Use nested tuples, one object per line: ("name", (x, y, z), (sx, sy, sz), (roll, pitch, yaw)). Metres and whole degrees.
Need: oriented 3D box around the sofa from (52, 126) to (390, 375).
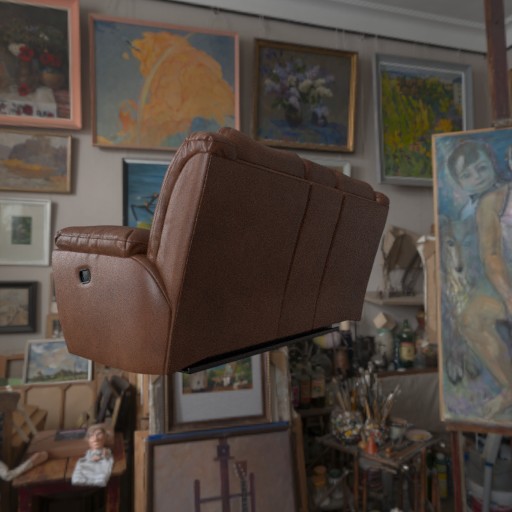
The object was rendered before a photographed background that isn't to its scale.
("sofa", (0.000, 0.000, 2.637), (0.991, 1.043, 2.058), (-1, -1, 35))
